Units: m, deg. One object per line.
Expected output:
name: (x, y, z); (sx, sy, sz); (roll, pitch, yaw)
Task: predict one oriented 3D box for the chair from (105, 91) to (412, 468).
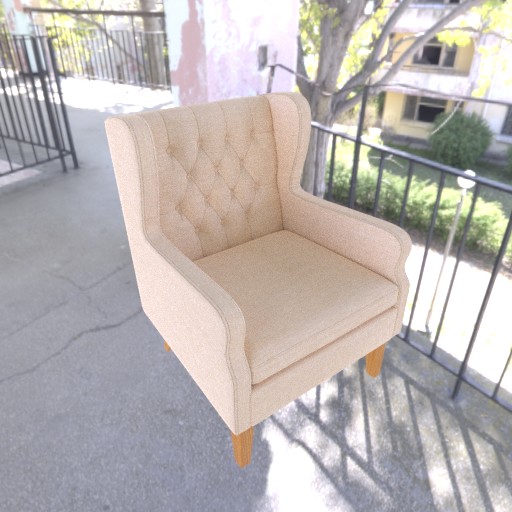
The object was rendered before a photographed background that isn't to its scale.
chair: (0.000, 0.000, 1.496); (0.710, 0.930, 0.760); (-21, 37, -31)
